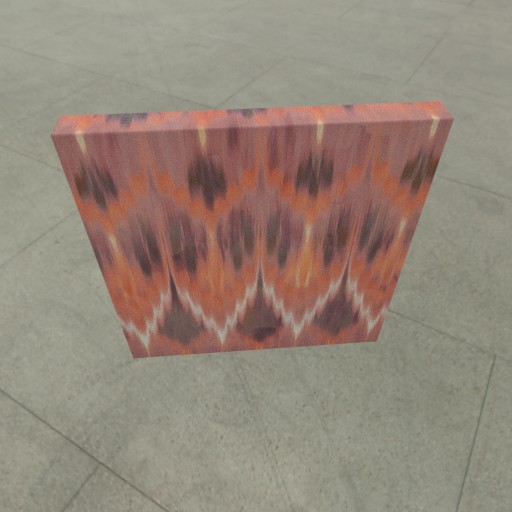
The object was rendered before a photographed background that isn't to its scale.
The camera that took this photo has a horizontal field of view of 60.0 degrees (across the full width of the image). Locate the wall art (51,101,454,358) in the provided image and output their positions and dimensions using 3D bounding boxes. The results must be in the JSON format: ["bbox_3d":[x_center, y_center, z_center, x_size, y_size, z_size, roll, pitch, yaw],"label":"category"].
[{"bbox_3d":[0.000,0.000,0.598,0.403,0.406,0.038,-3,46,-3],"label":"wall art"}]
